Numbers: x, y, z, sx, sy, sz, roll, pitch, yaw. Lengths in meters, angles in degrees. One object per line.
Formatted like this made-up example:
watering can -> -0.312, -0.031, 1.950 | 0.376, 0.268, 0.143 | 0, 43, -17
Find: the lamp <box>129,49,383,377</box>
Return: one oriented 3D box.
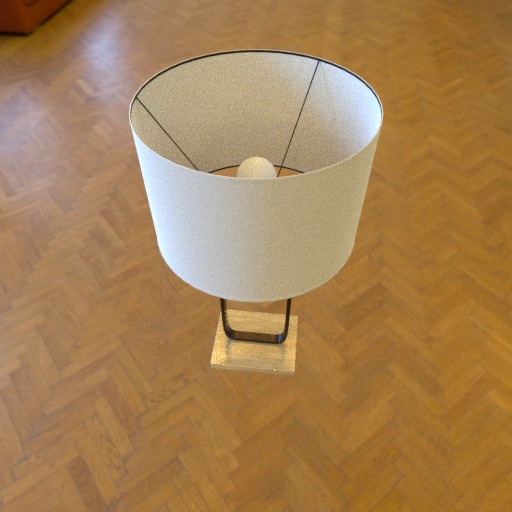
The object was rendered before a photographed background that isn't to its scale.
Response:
lamp -> 0.000, 0.000, 0.681 | 0.279, 0.508, 0.279 | 5, 48, 4
